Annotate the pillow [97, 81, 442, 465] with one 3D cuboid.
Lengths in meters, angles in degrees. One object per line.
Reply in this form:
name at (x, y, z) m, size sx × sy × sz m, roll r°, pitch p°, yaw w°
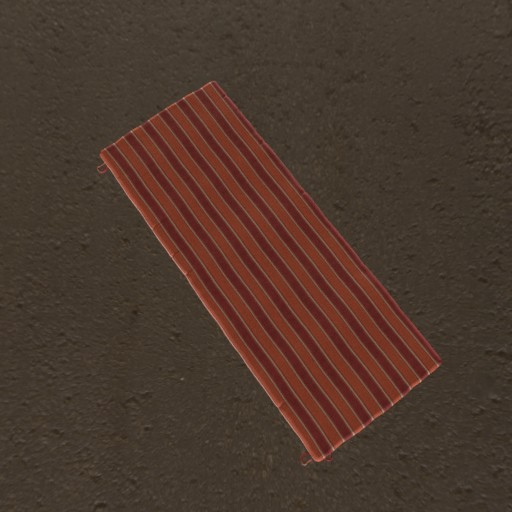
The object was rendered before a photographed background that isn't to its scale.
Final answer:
pillow at (0.000, 0.000, 1.359) m, size 0.492 × 0.081 × 1.187 m, roll -35°, pitch 78°, yaw -8°
